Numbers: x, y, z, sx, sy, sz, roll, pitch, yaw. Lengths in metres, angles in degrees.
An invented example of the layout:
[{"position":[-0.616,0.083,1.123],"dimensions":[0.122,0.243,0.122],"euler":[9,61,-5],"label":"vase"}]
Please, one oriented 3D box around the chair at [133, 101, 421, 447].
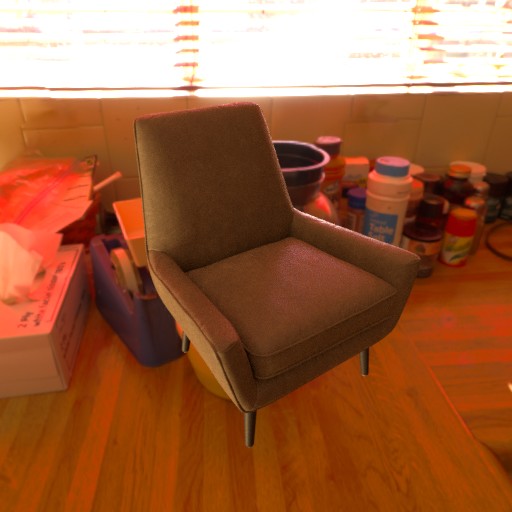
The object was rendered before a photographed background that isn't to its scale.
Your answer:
[{"position":[0.000,0.000,1.542],"dimensions":[0.787,0.888,0.824],"euler":[-20,35,-30],"label":"chair"}]
